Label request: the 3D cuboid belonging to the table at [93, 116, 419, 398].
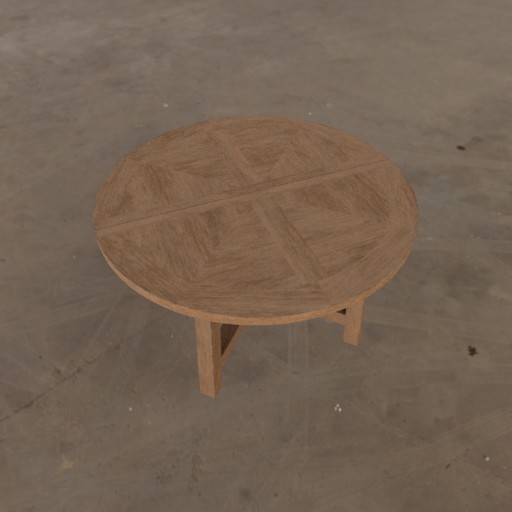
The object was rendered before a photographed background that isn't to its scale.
[{"bbox_3d":[0.000,0.000,2.121,1.319,0.762,1.319,0,45,0],"label":"table"}]
